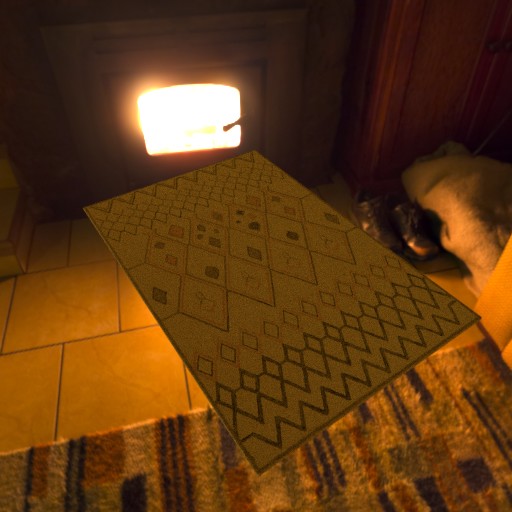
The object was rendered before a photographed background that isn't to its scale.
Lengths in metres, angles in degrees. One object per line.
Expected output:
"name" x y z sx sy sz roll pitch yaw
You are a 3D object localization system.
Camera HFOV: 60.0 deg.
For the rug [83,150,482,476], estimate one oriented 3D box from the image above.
"rug" 0.000 0.000 2.298 1.219 0.016 1.829 -24 48 -24
